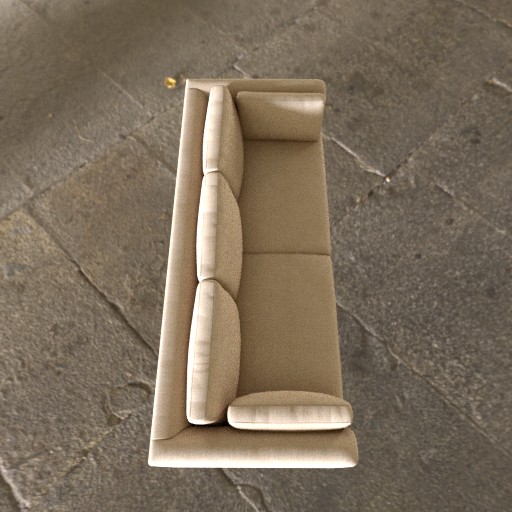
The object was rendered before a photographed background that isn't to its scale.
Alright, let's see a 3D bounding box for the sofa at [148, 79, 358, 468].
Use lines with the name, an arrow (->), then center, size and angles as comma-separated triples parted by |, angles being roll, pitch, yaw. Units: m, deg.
sofa -> 0.000, 0.000, 2.808 | 0.969, 0.867, 2.415 | 0, 64, 0
